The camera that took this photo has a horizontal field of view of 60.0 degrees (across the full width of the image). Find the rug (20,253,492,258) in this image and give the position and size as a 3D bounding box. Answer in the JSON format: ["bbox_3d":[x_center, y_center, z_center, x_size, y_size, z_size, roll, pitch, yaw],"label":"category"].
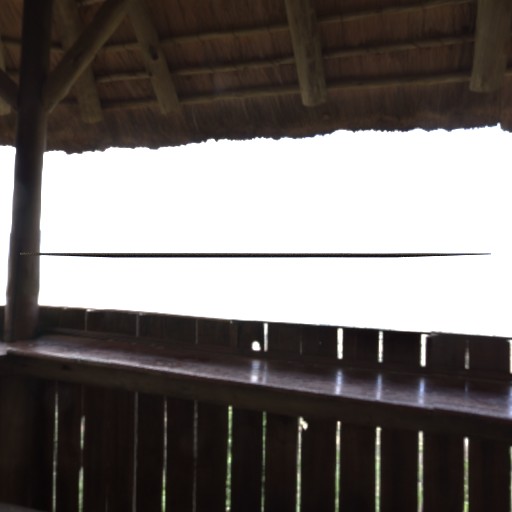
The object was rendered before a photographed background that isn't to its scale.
[{"bbox_3d":[0.000,0.000,3.040,2.435,0.011,1.517,0,-1,0],"label":"rug"}]
